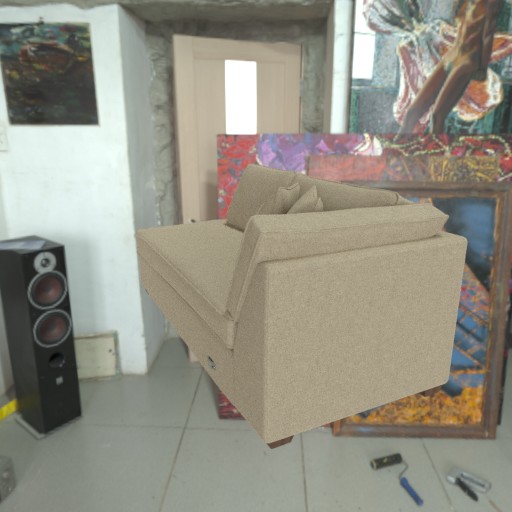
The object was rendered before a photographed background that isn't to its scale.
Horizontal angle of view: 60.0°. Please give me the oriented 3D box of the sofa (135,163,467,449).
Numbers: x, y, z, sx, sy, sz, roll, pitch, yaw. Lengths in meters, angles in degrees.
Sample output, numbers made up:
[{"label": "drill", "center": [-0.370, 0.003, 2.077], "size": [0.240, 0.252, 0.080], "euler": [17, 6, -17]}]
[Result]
[{"label": "sofa", "center": [0.000, 0.000, 2.849], "size": [1.110, 1.033, 2.237], "euler": [-8, 18, -26]}]
